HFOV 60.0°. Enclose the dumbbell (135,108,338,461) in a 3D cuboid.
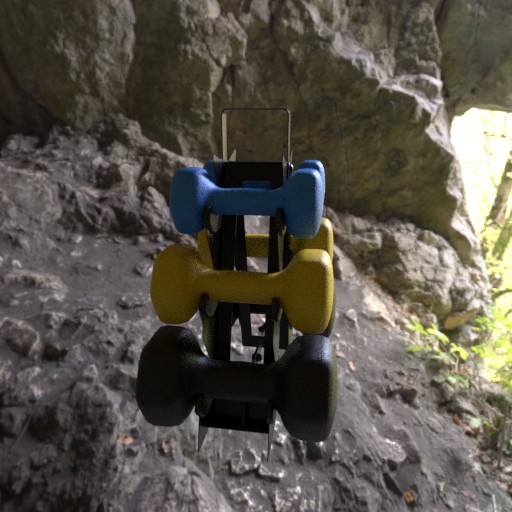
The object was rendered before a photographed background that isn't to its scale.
[{"bbox_3d":[0.000,0.000,0.676,0.255,0.426,0.409,3,17,9],"label":"dumbbell"}]
